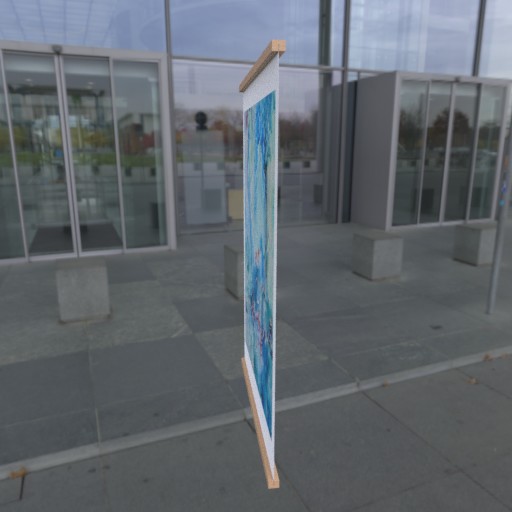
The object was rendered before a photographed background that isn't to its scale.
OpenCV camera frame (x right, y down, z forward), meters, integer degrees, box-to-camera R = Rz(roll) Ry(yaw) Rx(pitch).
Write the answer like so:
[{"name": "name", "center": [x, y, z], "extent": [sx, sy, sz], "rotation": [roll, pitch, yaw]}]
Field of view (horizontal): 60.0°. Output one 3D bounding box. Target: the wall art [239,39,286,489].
[{"name": "wall art", "center": [0.000, 0.000, 0.777], "extent": [0.016, 0.611, 0.401], "rotation": [-2, 14, -7]}]
